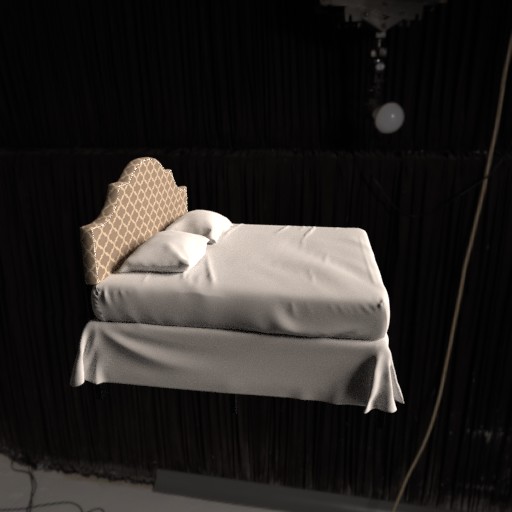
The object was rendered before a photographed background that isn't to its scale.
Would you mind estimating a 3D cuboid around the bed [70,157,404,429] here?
[{"bbox_3d":[0.000,0.000,3.737,2.222,1.601,2.314,3,17,9],"label":"bed"}]
